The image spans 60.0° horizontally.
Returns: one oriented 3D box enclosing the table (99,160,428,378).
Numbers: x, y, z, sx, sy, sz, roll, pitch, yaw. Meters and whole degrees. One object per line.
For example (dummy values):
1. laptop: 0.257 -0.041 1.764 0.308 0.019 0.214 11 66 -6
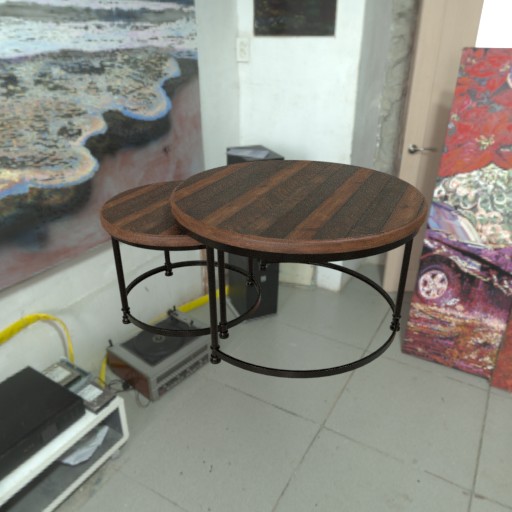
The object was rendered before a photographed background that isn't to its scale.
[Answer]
1. table: 0.000 0.000 1.664 1.152 0.516 0.870 0 26 1
